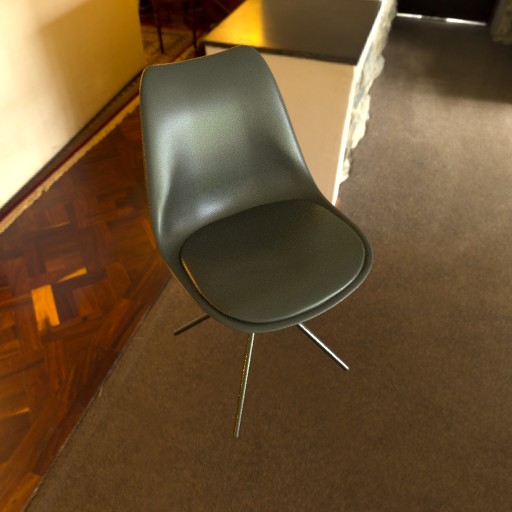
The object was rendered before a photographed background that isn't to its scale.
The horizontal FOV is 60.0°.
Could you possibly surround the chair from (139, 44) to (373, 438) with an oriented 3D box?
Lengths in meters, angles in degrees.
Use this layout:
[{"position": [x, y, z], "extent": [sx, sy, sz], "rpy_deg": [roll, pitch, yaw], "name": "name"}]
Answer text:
[{"position": [0.000, 0.000, 1.138], "extent": [0.461, 0.850, 0.525], "rpy_deg": [-24, 50, -22], "name": "chair"}]
